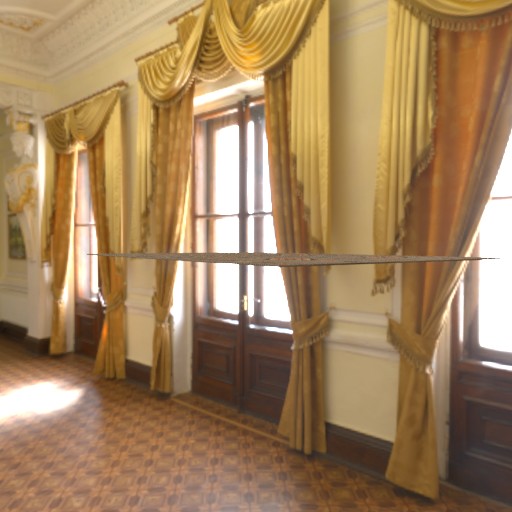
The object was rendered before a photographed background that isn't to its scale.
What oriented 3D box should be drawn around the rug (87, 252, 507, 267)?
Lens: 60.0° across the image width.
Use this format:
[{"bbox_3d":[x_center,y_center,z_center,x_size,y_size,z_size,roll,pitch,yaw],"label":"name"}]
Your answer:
[{"bbox_3d":[0.000,0.000,2.884,1.515,0.007,2.427,-1,2,-35],"label":"rug"}]
